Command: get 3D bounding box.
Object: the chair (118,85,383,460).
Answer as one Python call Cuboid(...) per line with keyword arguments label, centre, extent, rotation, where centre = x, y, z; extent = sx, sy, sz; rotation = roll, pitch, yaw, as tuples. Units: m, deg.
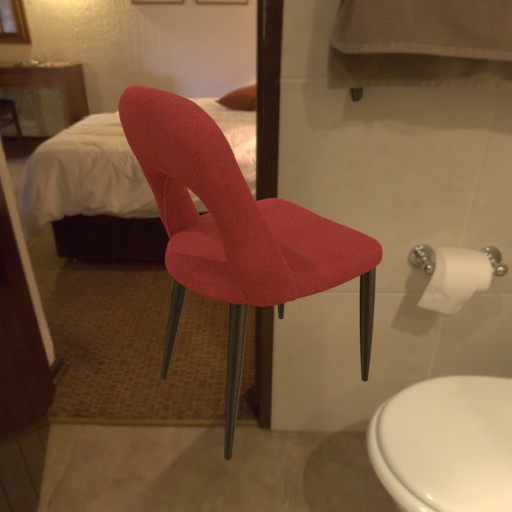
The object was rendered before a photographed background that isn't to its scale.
Cuboid(label="chair", centre=(0.000, 0.000, 1.199), extent=(0.569, 0.892, 0.483), rotation=(-19, 33, -32))
